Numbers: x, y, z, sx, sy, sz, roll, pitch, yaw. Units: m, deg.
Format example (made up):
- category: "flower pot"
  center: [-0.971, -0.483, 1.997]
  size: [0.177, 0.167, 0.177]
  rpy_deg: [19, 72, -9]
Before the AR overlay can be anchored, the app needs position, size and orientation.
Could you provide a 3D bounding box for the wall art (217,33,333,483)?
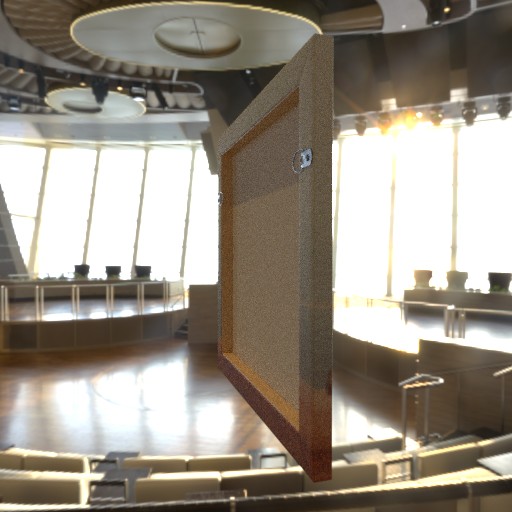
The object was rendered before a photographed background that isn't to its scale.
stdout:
- category: "wall art"
  center: [0.000, 0.000, 0.888]
  size: [0.034, 0.605, 0.605]
  rpy_deg: [0, 1, -17]
